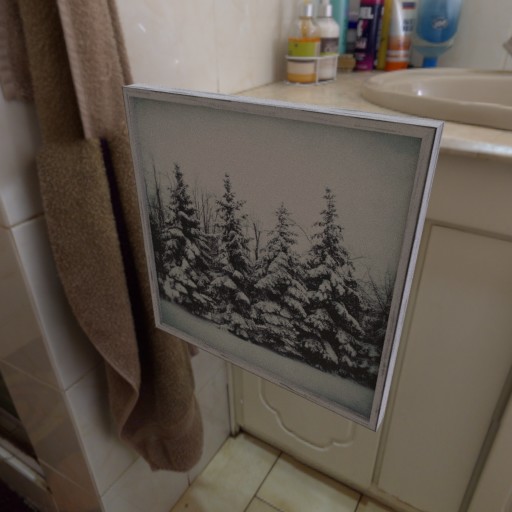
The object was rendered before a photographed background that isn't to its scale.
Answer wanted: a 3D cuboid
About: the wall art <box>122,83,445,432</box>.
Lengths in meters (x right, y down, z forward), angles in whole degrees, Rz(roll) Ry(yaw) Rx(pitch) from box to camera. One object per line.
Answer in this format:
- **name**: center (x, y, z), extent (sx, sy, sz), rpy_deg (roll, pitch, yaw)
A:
- **wall art**: center (0.000, 0.000, 0.752), extent (0.506, 0.506, 0.038), rpy_deg (18, 34, 28)
